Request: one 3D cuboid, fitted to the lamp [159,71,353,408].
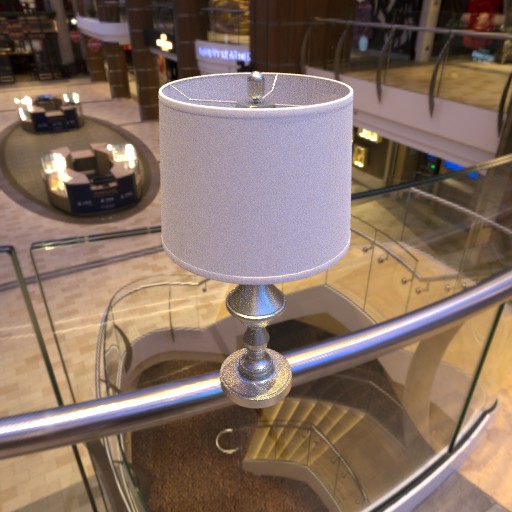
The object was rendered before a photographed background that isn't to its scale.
[{"bbox_3d":[0.000,0.000,0.943,0.383,0.733,0.383,0,31,0],"label":"lamp"}]
